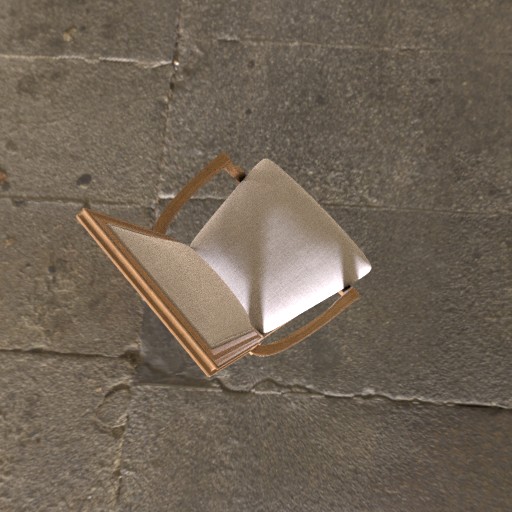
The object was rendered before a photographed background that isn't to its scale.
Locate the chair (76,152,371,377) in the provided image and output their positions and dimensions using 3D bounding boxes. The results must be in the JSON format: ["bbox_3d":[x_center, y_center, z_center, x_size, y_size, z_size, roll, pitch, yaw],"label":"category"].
[{"bbox_3d":[0.000,0.000,1.375,0.602,0.990,0.606,-41,79,-9],"label":"chair"}]
